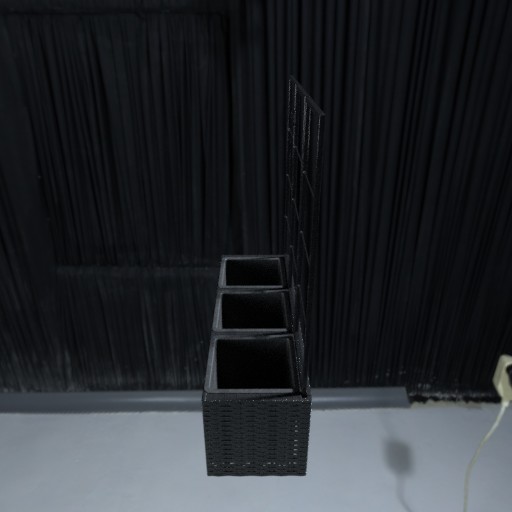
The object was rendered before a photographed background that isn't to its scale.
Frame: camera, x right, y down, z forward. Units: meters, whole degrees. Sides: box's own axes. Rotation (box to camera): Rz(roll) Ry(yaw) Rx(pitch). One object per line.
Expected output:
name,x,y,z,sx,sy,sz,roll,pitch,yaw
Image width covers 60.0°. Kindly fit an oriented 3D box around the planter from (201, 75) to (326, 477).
planter,0.000,0.000,1.188,0.244,0.841,0.698,0,27,0
